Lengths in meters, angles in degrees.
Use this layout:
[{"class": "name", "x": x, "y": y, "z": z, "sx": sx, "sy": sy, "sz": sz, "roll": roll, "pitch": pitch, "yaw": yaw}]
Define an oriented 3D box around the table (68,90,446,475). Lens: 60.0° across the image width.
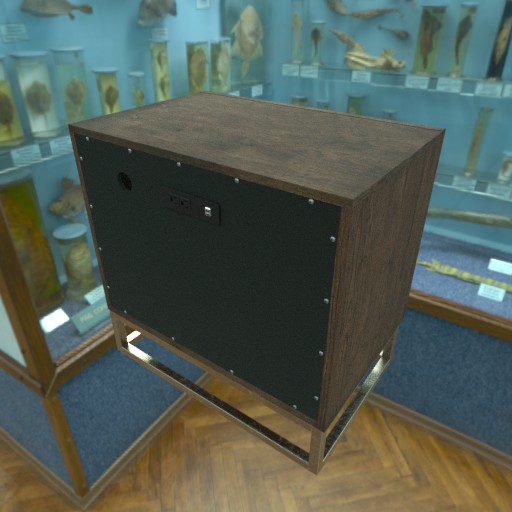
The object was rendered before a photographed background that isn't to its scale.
[{"class": "table", "x": 0.000, "y": 0.000, "z": 1.274, "sx": 0.767, "sy": 0.746, "sz": 0.542, "roll": 21, "pitch": 37, "yaw": 30}]
